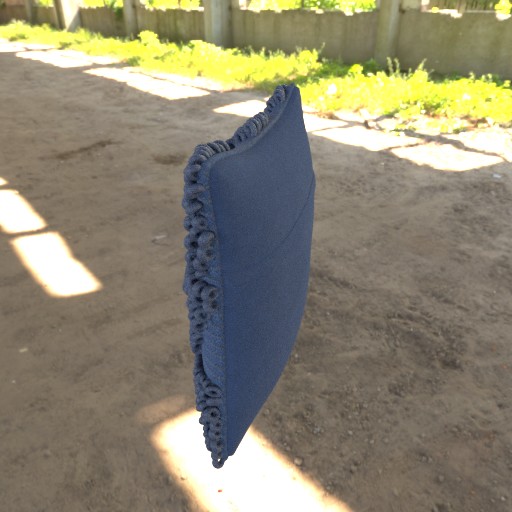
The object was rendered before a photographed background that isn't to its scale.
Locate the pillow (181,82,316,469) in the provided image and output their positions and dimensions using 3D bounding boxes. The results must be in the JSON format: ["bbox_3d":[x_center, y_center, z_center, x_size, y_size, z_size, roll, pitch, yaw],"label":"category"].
[{"bbox_3d":[0.000,0.000,0.719,0.172,0.466,0.469,8,31,13],"label":"pillow"}]
